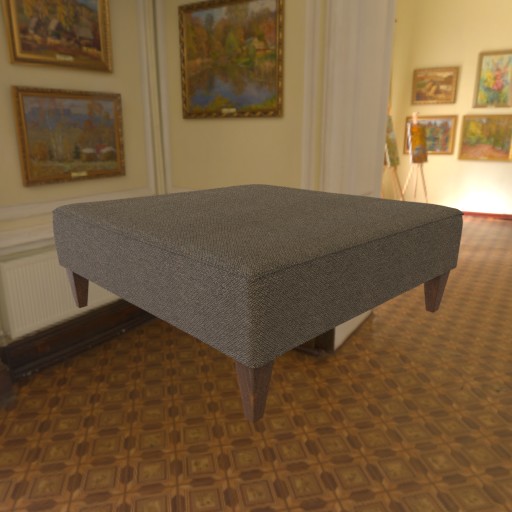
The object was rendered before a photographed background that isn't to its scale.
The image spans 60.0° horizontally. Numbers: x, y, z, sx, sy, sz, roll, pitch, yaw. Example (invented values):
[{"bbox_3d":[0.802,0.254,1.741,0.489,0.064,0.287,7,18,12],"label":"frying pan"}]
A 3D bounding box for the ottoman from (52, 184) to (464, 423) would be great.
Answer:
[{"bbox_3d":[0.000,0.000,1.495,0.970,0.378,0.981,-15,22,-42],"label":"ottoman"}]
